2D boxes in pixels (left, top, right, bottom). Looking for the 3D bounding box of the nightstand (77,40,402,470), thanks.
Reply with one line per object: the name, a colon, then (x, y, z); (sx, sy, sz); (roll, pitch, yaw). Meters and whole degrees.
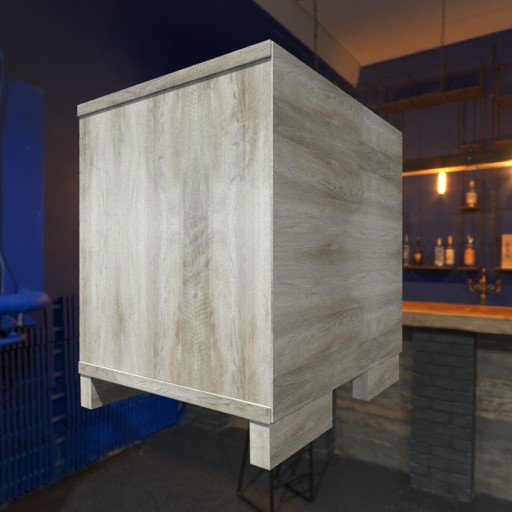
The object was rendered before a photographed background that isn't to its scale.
nightstand: (0.000, 0.000, 0.730); (0.347, 0.448, 0.427); (0, 0, 36)
